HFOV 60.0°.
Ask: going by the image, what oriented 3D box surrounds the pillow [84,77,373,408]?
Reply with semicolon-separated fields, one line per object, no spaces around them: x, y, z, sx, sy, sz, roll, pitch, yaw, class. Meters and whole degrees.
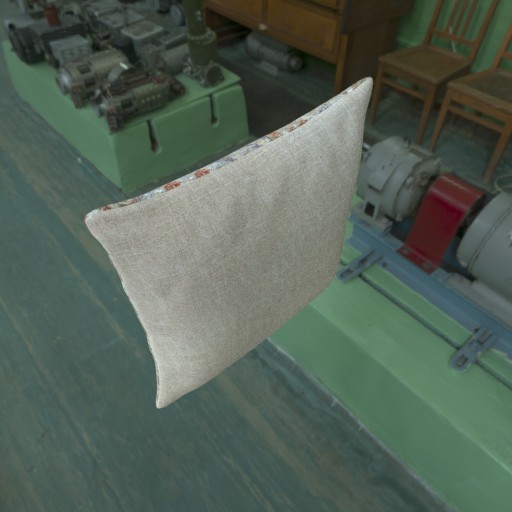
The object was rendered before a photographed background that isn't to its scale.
0.000;0.000;0.795;0.523;0.506;0.166;-34;55;-28;pillow
